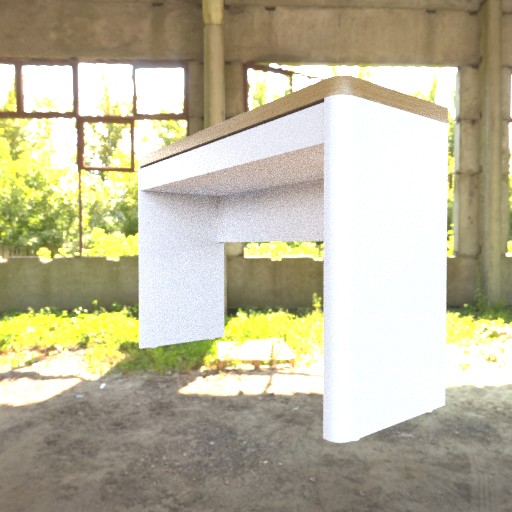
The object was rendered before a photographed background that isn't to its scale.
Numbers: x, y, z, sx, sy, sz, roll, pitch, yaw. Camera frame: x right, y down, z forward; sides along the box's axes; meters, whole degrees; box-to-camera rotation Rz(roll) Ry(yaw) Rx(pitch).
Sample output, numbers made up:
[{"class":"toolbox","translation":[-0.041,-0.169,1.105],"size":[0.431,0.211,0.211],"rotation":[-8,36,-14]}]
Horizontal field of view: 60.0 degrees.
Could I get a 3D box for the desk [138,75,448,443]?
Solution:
[{"class":"desk","translation":[0.000,0.000,1.449],"size":[0.390,0.760,1.100],"rotation":[-1,2,-36]}]
